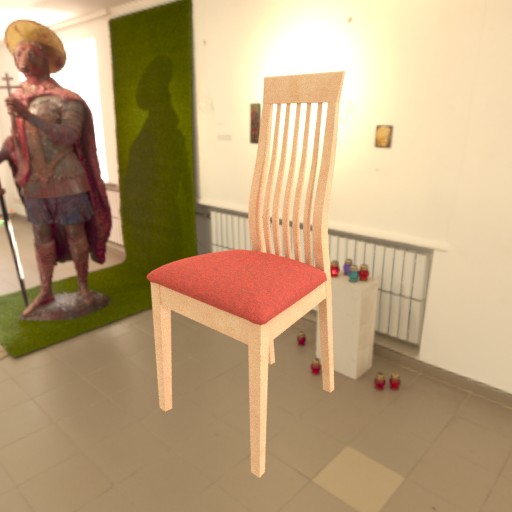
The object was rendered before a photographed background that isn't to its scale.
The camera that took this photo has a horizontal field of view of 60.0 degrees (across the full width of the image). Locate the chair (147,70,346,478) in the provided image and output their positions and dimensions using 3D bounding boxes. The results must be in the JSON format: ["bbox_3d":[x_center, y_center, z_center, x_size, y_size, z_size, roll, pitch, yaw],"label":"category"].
[{"bbox_3d":[0.000,0.000,1.313,0.460,1.027,0.474,15,23,40],"label":"chair"}]
